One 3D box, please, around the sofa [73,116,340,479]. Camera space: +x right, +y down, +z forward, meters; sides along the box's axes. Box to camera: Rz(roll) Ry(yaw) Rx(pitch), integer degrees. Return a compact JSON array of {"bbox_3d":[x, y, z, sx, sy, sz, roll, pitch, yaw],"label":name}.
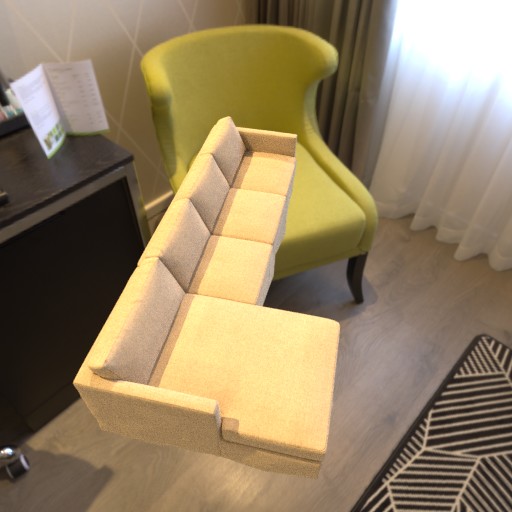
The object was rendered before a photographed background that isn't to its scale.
[{"bbox_3d":[0.000,0.000,3.879,1.650,0.922,3.205,9,47,9],"label":"sofa"}]
